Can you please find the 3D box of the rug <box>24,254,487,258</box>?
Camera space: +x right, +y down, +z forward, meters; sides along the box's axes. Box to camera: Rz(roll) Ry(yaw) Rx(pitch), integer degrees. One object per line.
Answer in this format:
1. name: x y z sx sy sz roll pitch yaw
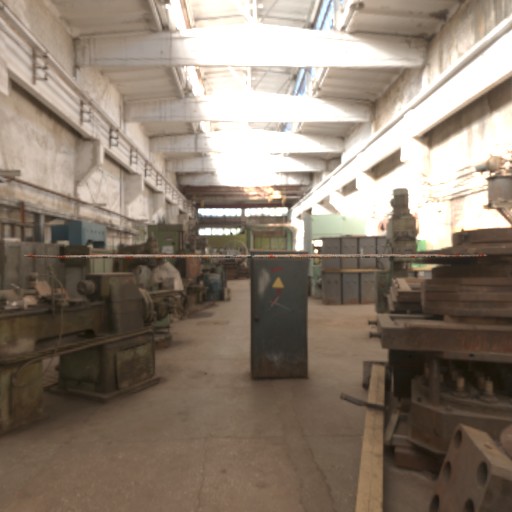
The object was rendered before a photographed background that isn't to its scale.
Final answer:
1. rug: 0.000 0.000 2.355 1.835 0.017 1.220 0 0 0
